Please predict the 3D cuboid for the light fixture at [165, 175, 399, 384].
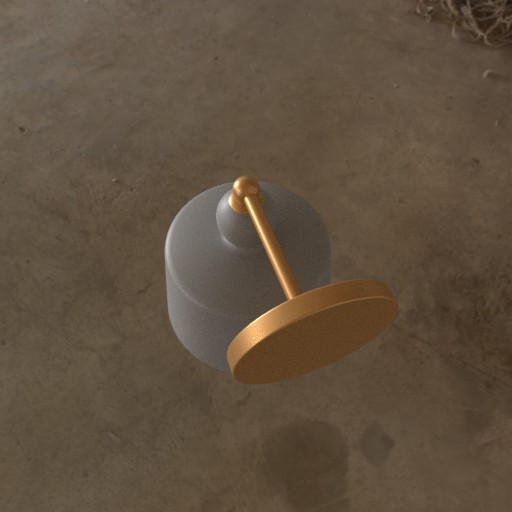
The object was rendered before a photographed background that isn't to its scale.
[{"bbox_3d":[0.000,0.000,0.436,0.204,0.268,0.254,-17,59,-10],"label":"light fixture"}]
